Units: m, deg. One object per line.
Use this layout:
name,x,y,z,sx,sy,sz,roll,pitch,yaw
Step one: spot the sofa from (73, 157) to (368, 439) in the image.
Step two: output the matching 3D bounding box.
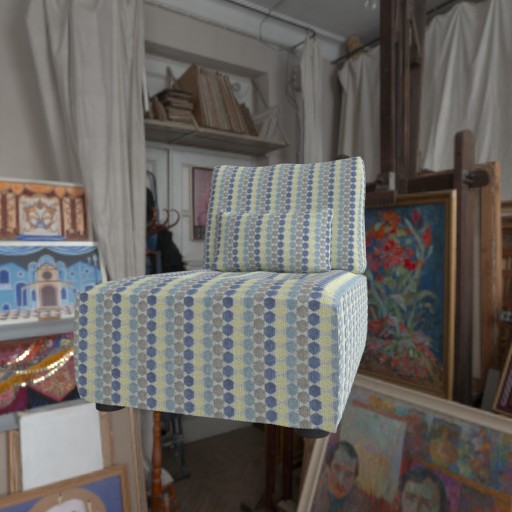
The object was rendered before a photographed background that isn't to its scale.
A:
sofa,0.000,0.000,1.543,0.700,0.820,1.000,0,1,18
